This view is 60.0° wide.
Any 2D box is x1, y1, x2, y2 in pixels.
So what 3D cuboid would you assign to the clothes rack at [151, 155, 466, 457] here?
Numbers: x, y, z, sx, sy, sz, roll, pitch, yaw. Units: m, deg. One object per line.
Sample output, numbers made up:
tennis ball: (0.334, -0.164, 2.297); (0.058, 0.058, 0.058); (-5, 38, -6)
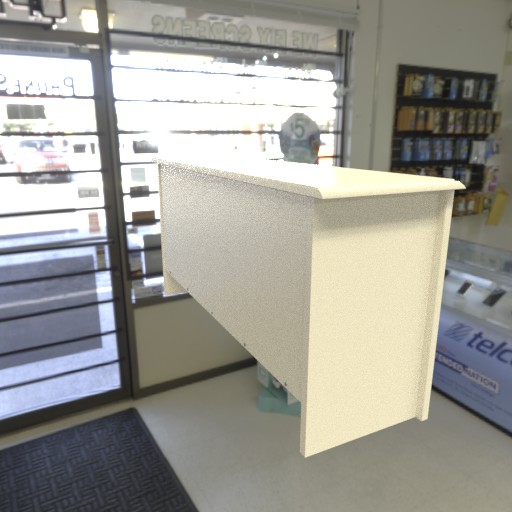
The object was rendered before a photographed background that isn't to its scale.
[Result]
clothes rack: (0.000, 0.000, 1.314); (0.324, 0.531, 1.120); (-7, 17, -25)
